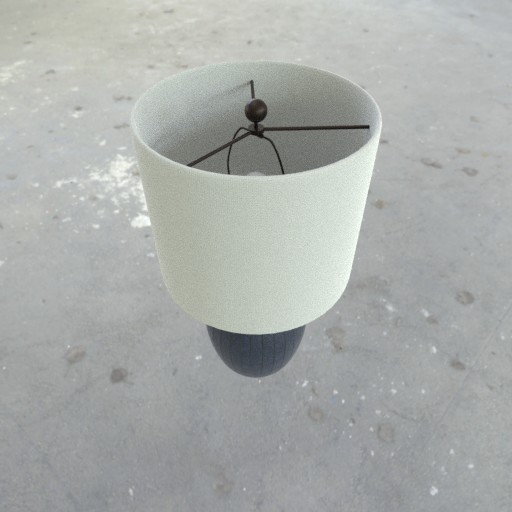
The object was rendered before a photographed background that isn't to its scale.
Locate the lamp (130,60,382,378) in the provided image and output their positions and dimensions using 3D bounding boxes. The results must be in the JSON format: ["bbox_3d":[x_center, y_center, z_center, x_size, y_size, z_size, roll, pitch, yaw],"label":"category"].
[{"bbox_3d":[0.000,0.000,0.777,0.329,0.570,0.329,33,53,29],"label":"lamp"}]
